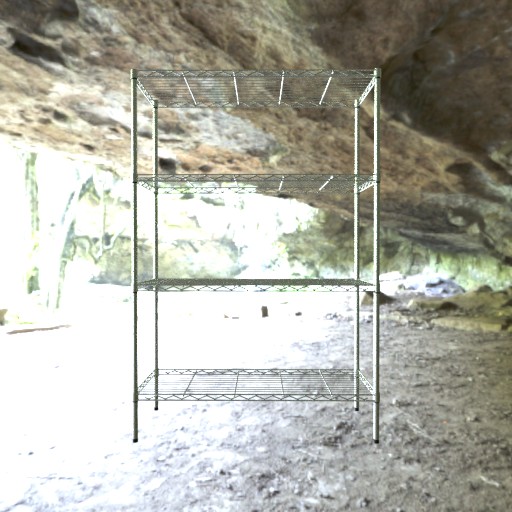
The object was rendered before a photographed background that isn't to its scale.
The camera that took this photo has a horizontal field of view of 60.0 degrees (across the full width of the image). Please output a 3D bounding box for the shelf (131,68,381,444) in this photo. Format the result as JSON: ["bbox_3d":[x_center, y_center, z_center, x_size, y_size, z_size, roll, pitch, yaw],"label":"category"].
[{"bbox_3d":[0.000,0.000,1.778,0.907,1.360,0.352,0,1,1],"label":"shelf"}]
